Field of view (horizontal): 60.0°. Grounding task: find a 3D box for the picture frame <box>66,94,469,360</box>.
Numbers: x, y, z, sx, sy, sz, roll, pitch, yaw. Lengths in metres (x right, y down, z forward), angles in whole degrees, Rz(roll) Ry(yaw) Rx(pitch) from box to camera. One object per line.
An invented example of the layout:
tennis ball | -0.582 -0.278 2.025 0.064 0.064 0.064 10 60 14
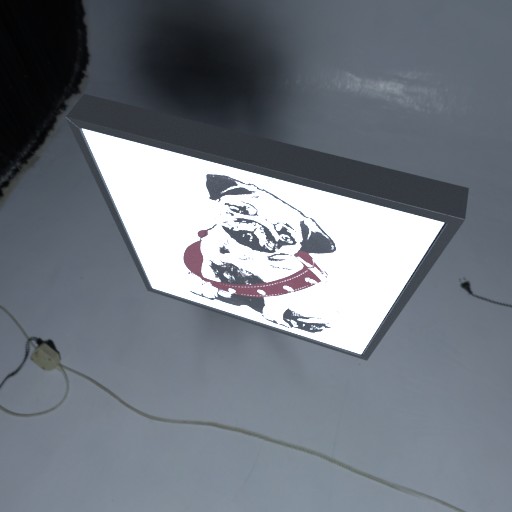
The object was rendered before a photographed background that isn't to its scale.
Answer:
picture frame | 0.000 0.000 0.478 0.317 0.317 0.030 16 61 9
